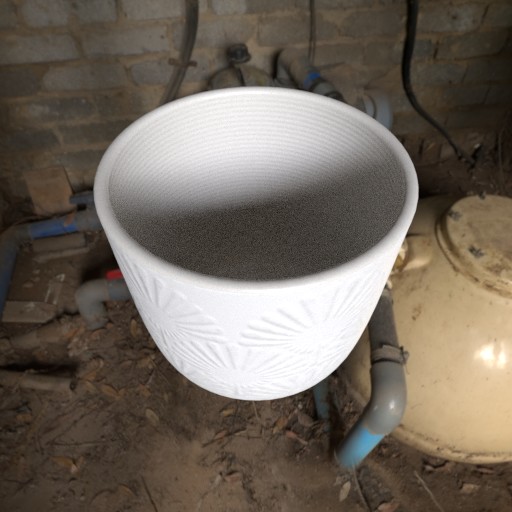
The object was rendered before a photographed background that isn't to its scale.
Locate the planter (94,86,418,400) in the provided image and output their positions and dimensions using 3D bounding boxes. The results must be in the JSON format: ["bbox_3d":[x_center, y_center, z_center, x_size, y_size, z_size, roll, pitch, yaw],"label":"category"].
[{"bbox_3d":[0.000,0.000,0.213,0.124,0.109,0.124,0,49,0],"label":"planter"}]
